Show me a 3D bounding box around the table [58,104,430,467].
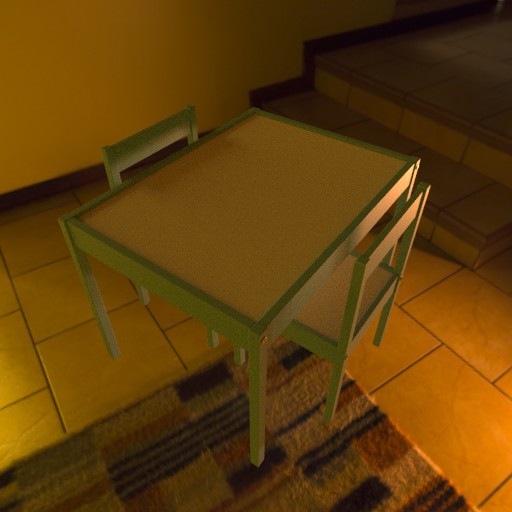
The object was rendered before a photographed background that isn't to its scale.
[{"bbox_3d":[0.000,0.000,1.078,0.633,0.503,0.639,26,48,26],"label":"table"}]
